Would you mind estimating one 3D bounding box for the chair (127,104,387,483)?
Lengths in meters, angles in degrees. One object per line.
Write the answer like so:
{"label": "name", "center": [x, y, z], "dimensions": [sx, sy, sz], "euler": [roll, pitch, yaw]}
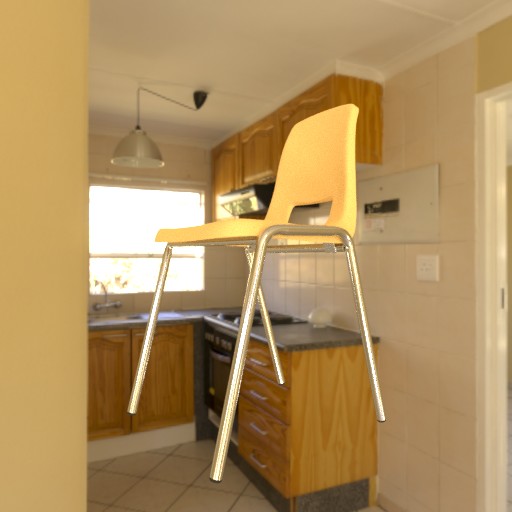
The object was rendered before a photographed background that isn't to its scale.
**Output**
{"label": "chair", "center": [0.000, 0.000, 0.956], "dimensions": [0.436, 0.704, 0.381], "euler": [0, 0, -36]}
